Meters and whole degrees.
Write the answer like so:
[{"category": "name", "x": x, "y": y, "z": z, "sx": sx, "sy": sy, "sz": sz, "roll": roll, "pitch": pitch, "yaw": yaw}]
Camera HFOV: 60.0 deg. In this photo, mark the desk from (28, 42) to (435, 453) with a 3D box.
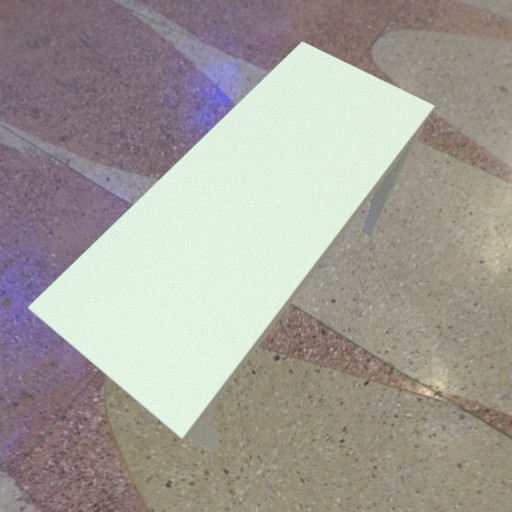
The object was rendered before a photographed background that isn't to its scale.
[{"category": "desk", "x": 0.000, "y": 0.000, "z": 1.595, "sx": 0.508, "sy": 0.775, "sz": 1.220, "roll": 34, "pitch": 68, "yaw": 16}]
